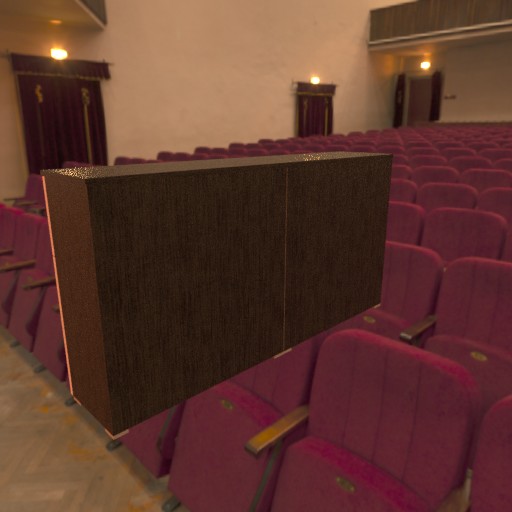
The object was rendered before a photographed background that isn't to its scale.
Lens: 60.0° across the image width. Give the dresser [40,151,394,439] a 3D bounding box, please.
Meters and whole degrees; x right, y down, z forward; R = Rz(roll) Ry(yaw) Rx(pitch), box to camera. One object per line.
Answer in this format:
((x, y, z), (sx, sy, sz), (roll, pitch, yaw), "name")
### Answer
((0.000, 0.000, 1.865), (1.535, 0.790, 0.333), (-15, 22, -42), "dresser")
